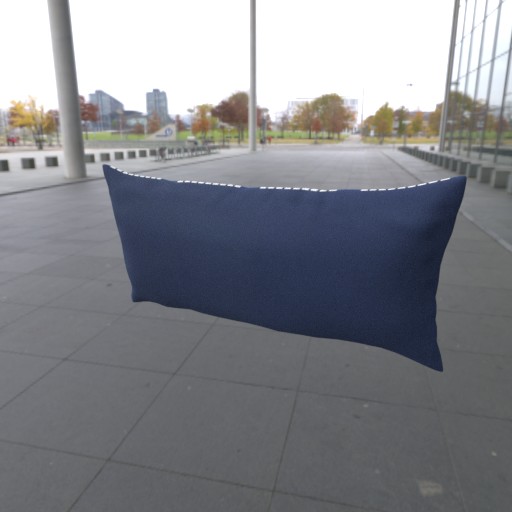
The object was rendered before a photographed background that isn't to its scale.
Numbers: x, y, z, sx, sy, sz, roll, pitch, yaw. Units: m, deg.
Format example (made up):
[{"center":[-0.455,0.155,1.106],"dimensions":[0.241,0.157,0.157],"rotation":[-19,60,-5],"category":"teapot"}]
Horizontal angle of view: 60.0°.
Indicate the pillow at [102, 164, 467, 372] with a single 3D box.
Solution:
[{"center":[0.000,0.000,0.737],"dimensions":[0.608,0.292,0.156],"rotation":[8,17,27],"category":"pillow"}]
